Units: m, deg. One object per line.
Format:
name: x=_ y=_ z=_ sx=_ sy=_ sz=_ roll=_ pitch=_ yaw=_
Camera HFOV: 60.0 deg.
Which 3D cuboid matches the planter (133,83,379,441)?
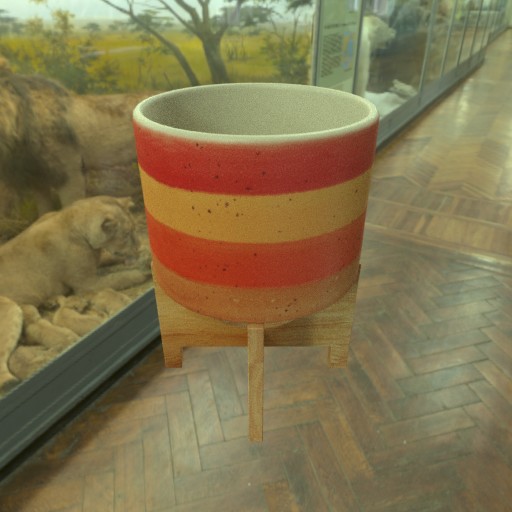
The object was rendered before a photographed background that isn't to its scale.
planter: x=0.000 y=0.000 z=0.569 sx=0.269 sy=0.379 sz=0.269 roll=0 pitch=31 yaw=0
